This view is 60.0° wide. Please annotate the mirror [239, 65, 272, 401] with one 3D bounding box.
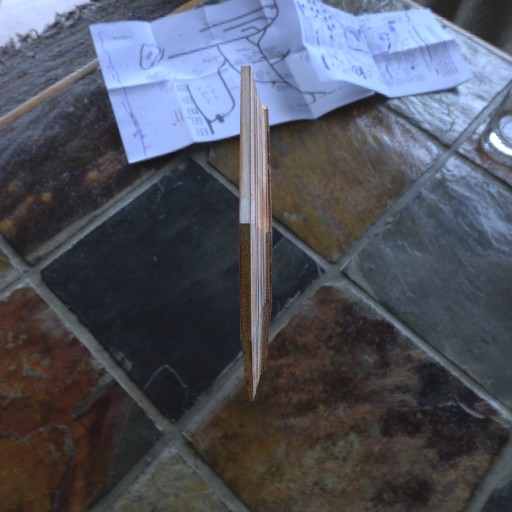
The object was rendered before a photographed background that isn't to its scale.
[{"bbox_3d":[0.000,0.000,1.297,0.061,1.015,0.709,0,63,0],"label":"mirror"}]
